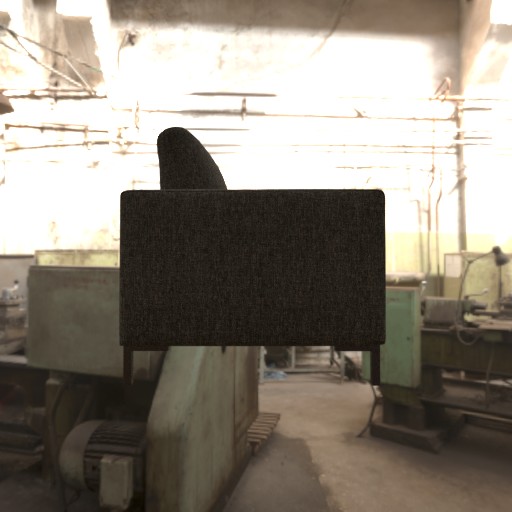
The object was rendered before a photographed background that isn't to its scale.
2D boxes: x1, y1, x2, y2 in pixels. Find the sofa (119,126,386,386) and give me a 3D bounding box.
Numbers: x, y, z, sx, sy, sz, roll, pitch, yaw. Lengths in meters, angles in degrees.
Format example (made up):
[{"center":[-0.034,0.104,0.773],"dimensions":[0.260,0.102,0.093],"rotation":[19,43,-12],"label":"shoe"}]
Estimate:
[{"center":[0.000,0.000,2.237],"dimensions":[0.866,0.862,1.716],"rotation":[0,-1,0],"label":"sofa"}]
